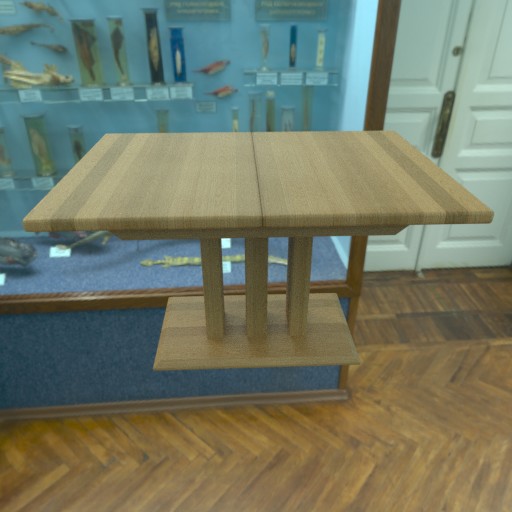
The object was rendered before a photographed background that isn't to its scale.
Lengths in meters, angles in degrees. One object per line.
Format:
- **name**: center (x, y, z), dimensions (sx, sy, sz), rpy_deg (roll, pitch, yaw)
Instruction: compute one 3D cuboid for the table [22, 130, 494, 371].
- **table**: center (0.000, 0.000, 1.789), dimensions (1.300, 0.770, 0.900), rpy_deg (-1, 30, -2)
